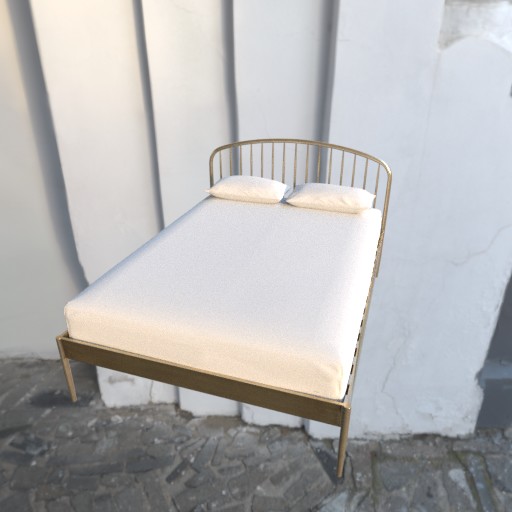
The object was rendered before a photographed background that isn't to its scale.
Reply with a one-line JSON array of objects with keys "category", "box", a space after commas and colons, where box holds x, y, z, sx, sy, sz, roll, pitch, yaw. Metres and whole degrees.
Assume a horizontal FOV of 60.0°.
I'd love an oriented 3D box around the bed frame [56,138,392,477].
[{"category": "bed frame", "box": [0.000, 0.000, 3.057, 1.612, 1.175, 2.152, 9, 28, 17]}]
